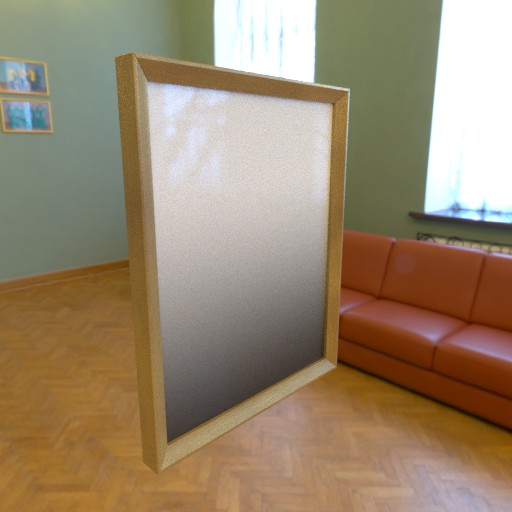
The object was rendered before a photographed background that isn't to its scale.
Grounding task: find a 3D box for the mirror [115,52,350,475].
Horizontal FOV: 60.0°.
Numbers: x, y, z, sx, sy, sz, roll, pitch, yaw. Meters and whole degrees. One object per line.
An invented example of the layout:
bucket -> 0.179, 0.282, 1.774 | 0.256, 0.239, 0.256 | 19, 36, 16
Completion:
mirror -> 0.000, 0.000, 0.669 | 0.041, 0.509, 0.406 | 13, 19, 43
